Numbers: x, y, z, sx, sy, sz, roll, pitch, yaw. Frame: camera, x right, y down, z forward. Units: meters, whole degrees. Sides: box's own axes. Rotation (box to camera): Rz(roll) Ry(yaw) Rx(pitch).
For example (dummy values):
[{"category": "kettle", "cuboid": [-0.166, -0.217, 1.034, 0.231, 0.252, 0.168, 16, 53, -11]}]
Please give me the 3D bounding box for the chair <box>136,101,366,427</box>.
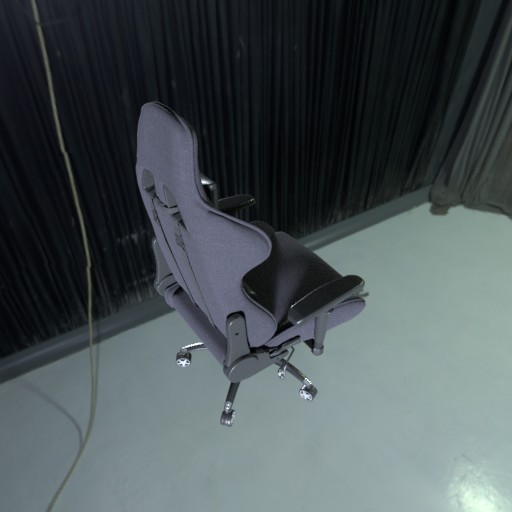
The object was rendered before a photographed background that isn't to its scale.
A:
[{"category": "chair", "cuboid": [0.000, 0.000, 1.683, 0.695, 1.300, 0.730, -26, 47, -27]}]
